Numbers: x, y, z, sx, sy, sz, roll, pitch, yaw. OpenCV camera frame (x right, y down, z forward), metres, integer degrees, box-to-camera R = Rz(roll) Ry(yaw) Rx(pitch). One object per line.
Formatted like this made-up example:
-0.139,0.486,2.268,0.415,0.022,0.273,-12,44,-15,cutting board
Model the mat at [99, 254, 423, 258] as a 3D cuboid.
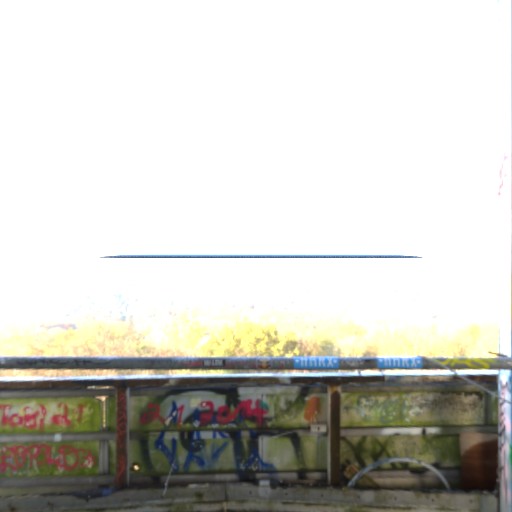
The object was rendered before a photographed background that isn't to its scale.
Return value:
0.000,0.000,1.892,0.918,0.013,1.524,0,0,-2,mat
